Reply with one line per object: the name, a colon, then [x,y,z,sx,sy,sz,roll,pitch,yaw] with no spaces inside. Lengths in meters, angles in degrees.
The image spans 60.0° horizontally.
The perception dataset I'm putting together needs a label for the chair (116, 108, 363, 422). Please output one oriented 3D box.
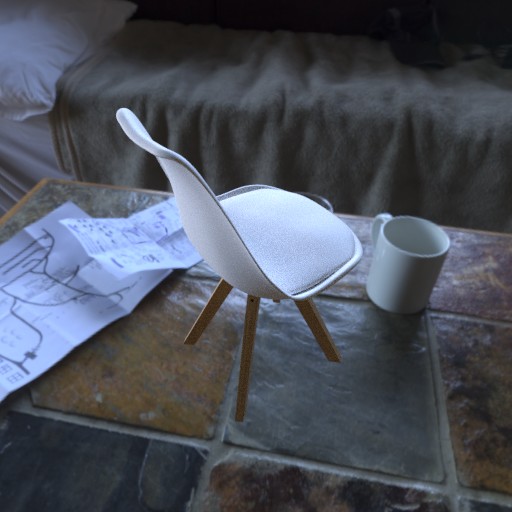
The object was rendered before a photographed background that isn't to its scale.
chair: [0.000,0.000,1.193,0.550,0.849,0.485,-23,46,-25]
